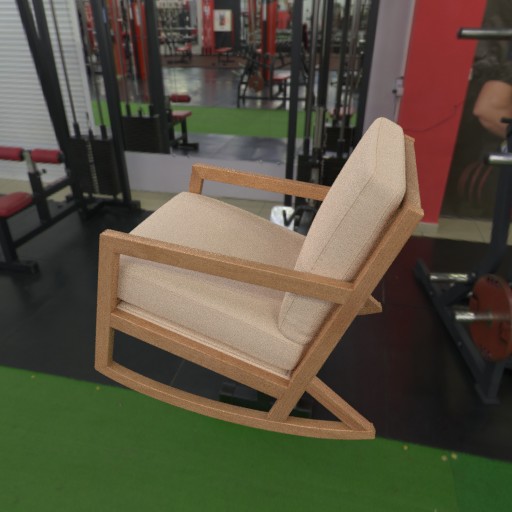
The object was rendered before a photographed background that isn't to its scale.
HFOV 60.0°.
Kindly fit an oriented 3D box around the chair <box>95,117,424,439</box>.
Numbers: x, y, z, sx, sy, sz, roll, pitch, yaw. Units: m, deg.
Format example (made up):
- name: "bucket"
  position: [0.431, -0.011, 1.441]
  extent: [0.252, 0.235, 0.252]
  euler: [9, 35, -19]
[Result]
- name: "chair"
  position: [0.000, 0.000, 1.383]
  extent: [0.857, 0.790, 0.622]
  euler: [8, 30, 14]
